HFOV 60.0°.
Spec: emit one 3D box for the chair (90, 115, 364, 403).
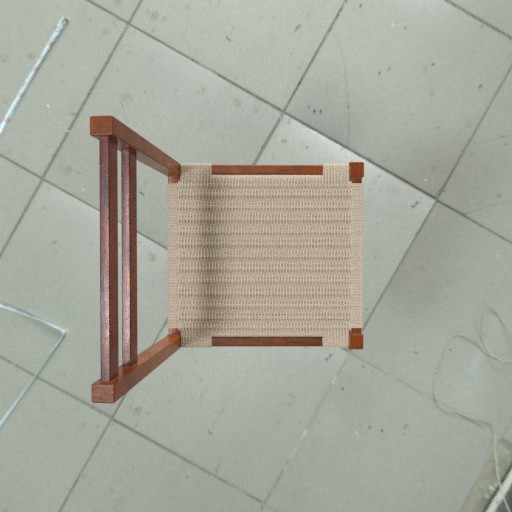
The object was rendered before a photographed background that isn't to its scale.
[{"bbox_3d":[0.000,0.000,1.179,0.569,0.851,0.495,0,91,0],"label":"chair"}]
